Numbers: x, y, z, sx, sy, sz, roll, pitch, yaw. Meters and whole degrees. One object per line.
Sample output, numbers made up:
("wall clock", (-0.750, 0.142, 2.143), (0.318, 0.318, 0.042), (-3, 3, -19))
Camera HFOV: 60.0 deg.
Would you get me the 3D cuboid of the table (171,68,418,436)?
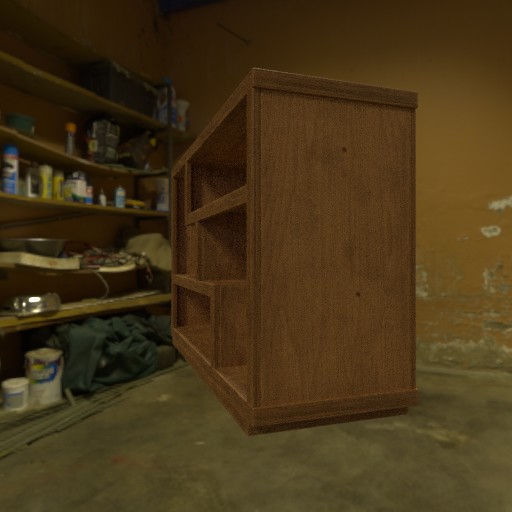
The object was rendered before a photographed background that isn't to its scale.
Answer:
("table", (0.000, 0.000, 1.520), (0.410, 0.771, 1.151), (0, 0, -19))
